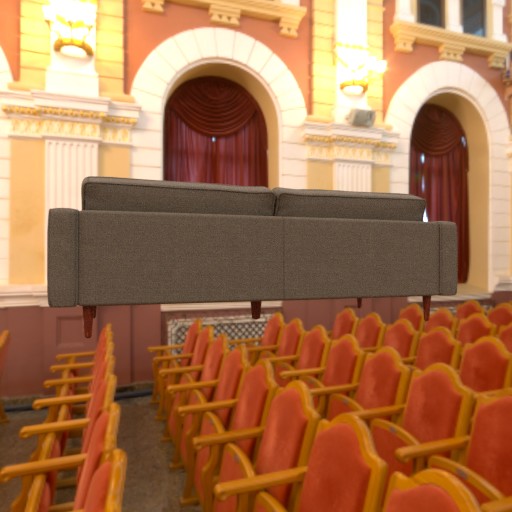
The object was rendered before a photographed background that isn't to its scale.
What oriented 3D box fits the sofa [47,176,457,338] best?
[{"bbox_3d":[0.000,0.000,2.670,2.198,0.762,0.914,0,-1,-18],"label":"sofa"}]
